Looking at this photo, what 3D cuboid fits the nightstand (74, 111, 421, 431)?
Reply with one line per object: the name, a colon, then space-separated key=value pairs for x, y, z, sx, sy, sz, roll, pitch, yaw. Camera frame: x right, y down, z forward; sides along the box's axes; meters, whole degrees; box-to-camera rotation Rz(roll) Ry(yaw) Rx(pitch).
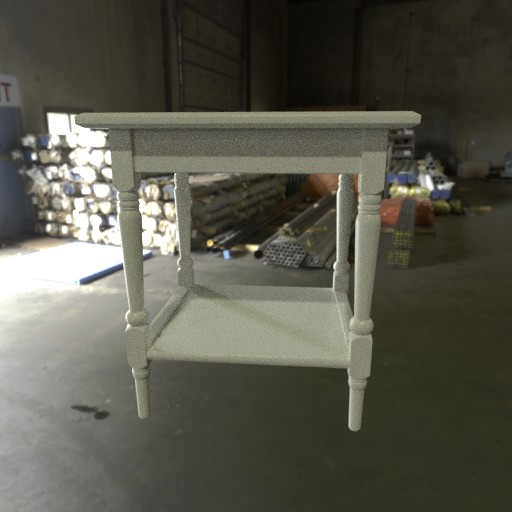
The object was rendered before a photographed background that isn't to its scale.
nightstand: x=0.000 y=0.000 z=0.932 sx=0.505 sy=0.555 sz=0.459 roll=1 pitch=15 yaw=5
